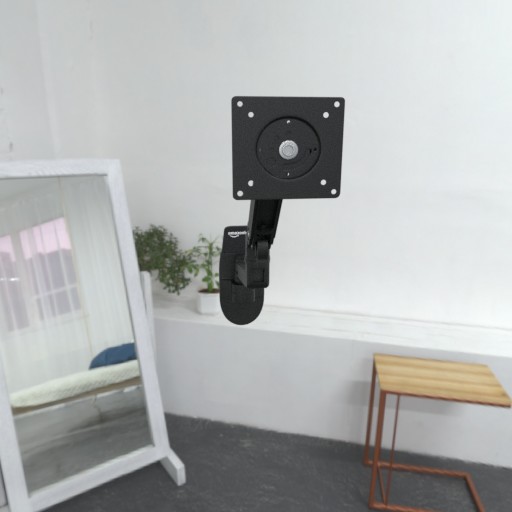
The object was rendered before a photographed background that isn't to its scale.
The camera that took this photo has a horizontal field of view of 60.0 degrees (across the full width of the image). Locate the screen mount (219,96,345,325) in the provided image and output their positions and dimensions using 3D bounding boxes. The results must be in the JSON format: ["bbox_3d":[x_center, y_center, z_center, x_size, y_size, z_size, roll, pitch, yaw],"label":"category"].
[{"bbox_3d":[0.000,0.000,0.738,0.115,0.466,0.495,-2,16,-7],"label":"screen mount"}]
